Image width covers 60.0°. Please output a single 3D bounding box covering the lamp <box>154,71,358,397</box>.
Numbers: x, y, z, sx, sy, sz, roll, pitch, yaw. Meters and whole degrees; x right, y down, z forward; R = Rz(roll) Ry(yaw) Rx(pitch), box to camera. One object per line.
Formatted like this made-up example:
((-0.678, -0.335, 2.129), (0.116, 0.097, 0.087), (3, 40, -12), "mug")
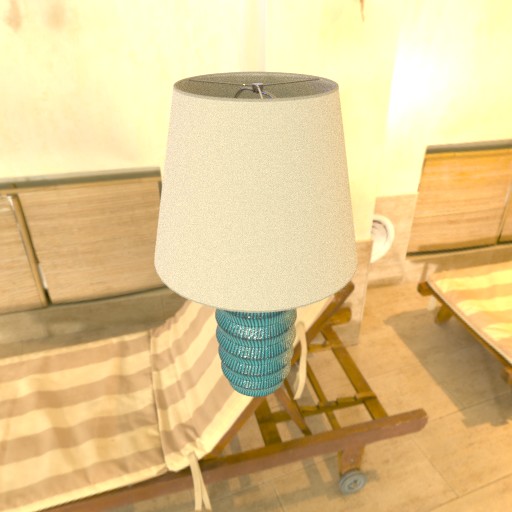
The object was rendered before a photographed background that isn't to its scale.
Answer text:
((0.000, 0.000, 0.791), (0.355, 0.582, 0.355), (0, 30, 0), "lamp")
